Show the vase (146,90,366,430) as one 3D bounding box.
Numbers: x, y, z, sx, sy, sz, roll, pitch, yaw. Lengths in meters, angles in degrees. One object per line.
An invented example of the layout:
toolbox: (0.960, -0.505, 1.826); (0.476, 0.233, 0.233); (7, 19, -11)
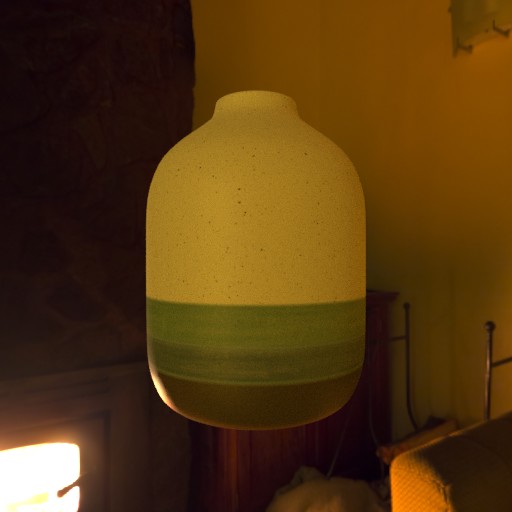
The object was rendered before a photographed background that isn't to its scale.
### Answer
vase: (0.000, 0.000, 0.352); (0.169, 0.240, 0.169); (0, 0, 0)
